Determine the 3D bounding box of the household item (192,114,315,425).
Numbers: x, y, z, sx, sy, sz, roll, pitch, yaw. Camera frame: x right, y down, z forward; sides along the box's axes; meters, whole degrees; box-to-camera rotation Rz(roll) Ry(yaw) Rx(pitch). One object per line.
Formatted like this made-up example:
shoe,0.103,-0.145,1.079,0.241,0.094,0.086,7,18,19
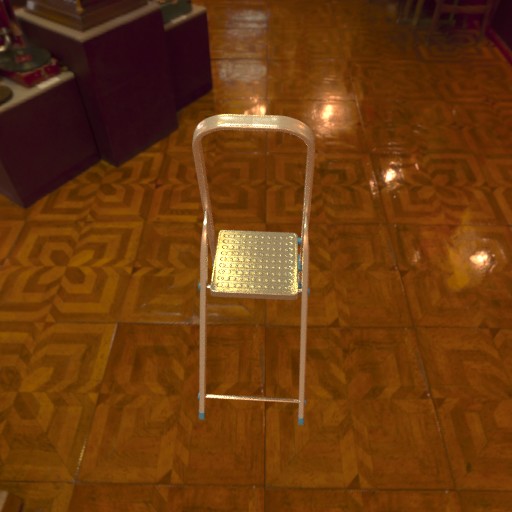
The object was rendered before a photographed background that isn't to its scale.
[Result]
household item,0.000,0.000,1.540,0.420,1.215,0.687,2,48,2
